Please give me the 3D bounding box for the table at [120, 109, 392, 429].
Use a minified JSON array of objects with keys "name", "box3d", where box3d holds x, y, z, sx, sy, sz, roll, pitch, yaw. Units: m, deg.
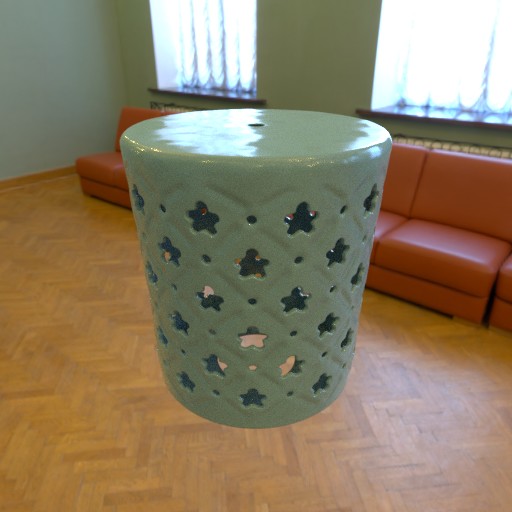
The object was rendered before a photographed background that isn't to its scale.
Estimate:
[{"name":"table","box3d":[0.000,0.000,0.671,0.352,0.387,0.352,0,26,0]}]
